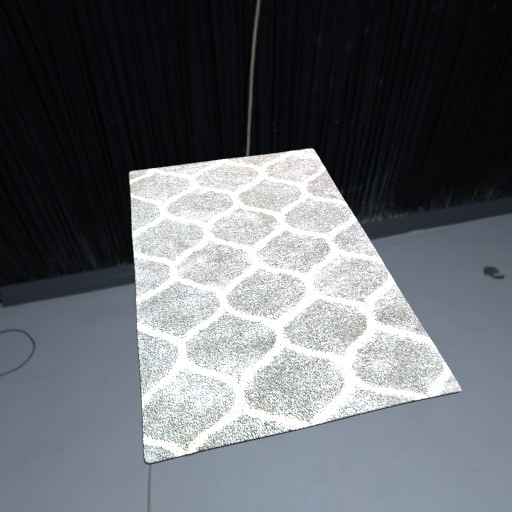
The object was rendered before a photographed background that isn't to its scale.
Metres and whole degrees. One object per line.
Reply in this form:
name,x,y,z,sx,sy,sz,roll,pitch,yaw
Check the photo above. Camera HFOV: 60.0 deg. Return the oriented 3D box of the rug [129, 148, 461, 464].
rug,0.000,0.000,3.330,1.801,0.026,2.701,-9,45,-9
